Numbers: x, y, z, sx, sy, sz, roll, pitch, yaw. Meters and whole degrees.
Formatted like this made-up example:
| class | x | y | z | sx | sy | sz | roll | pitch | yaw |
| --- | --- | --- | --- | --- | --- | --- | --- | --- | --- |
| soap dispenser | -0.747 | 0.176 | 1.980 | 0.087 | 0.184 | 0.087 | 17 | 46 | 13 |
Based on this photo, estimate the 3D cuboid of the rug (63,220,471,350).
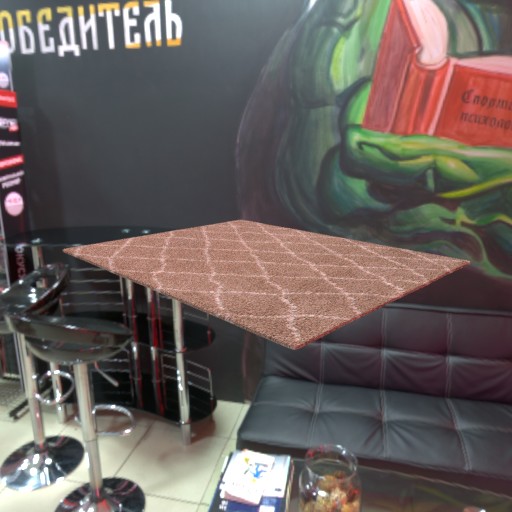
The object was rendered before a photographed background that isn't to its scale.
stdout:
| class | x | y | z | sx | sy | sz | roll | pitch | yaw |
| --- | --- | --- | --- | --- | --- | --- | --- | --- | --- |
| rug | 0.000 | 0.000 | 4.196 | 2.438 | 0.029 | 3.047 | -14 | 20 | -43 |
